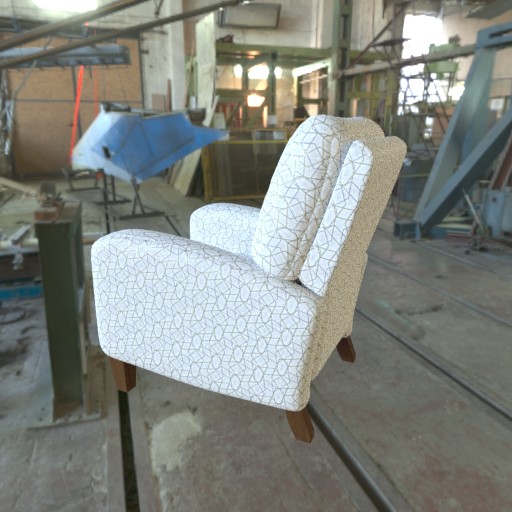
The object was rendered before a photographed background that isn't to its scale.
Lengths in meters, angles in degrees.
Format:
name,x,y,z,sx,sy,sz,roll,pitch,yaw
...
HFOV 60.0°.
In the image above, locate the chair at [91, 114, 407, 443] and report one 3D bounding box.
name,x,y,z,sx,sy,sz,roll,pitch,yaw
chair,0.000,0.000,1.768,0.995,1.064,0.796,8,18,25
